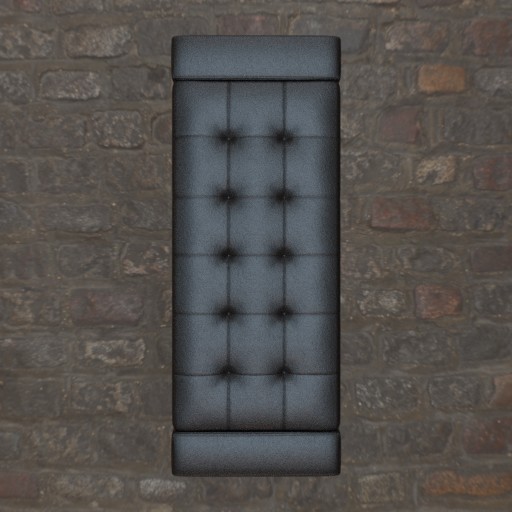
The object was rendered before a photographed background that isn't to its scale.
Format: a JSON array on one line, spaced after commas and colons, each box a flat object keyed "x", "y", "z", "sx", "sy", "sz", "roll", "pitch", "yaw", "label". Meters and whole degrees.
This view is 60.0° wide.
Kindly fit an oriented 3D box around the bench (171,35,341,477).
[{"x": 0.000, "y": 0.000, "z": 1.499, "sx": 0.508, "sy": 0.445, "sz": 1.296, "roll": 0, "pitch": 90, "yaw": 0, "label": "bench"}]
